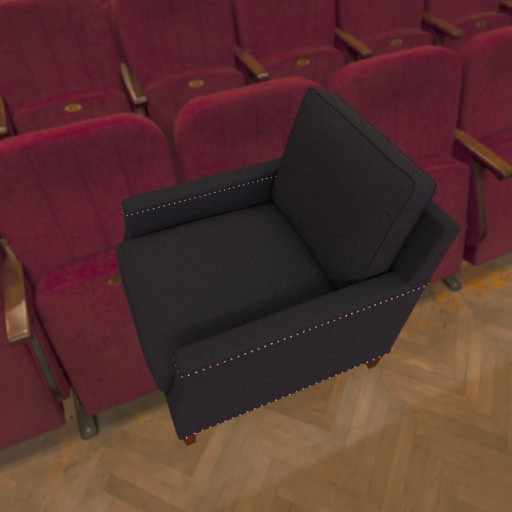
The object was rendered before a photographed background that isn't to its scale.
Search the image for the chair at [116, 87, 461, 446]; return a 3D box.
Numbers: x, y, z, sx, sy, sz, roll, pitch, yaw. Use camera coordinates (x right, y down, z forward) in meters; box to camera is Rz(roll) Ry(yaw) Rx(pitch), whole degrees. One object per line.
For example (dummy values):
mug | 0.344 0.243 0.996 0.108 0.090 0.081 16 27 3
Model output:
chair | 0.000 0.000 1.710 1.014 0.943 0.853 -18 50 -16
